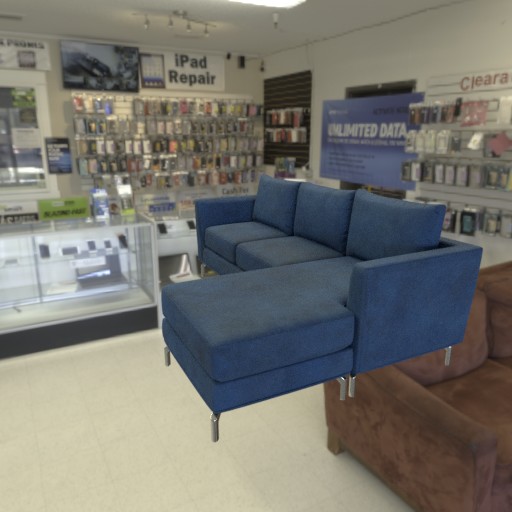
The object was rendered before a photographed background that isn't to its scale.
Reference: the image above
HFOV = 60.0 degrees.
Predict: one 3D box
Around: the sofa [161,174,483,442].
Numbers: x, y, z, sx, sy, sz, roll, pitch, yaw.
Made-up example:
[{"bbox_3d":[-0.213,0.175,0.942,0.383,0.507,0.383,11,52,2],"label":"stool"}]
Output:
[{"bbox_3d":[0.000,0.000,3.221,1.622,0.987,2.438,-8,18,-26],"label":"sofa"}]
